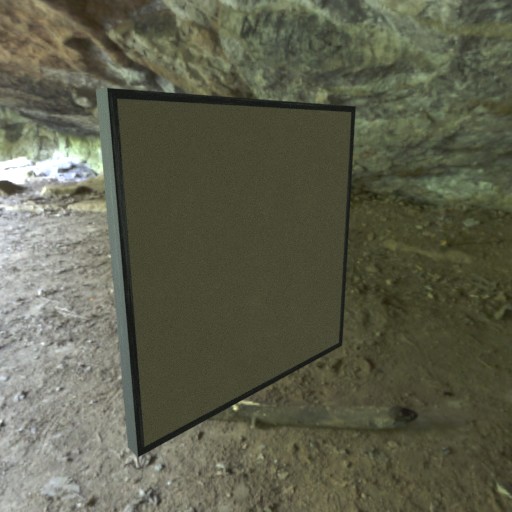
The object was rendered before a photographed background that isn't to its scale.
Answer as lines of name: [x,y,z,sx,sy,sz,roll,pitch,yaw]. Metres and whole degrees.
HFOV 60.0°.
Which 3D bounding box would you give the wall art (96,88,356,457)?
wall art: [0.000,0.000,1.139,0.762,0.758,0.043,-14,21,-42]
